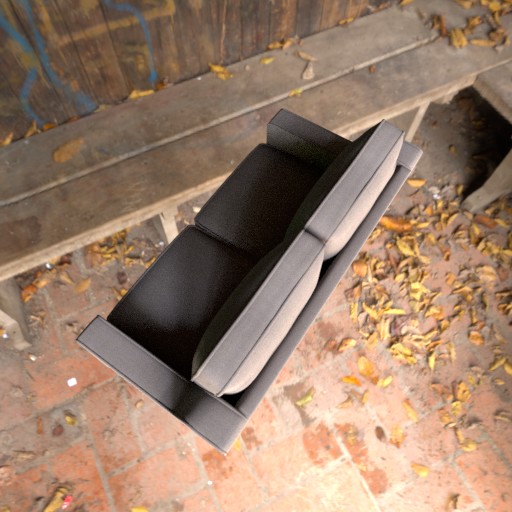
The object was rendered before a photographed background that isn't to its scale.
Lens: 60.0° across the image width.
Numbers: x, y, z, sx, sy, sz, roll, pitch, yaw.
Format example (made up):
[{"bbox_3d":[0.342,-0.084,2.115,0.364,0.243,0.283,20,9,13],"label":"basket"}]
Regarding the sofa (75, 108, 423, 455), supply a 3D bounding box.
[{"bbox_3d":[0.000,0.000,2.014,0.791,0.948,1.500,31,67,15],"label":"sofa"}]
